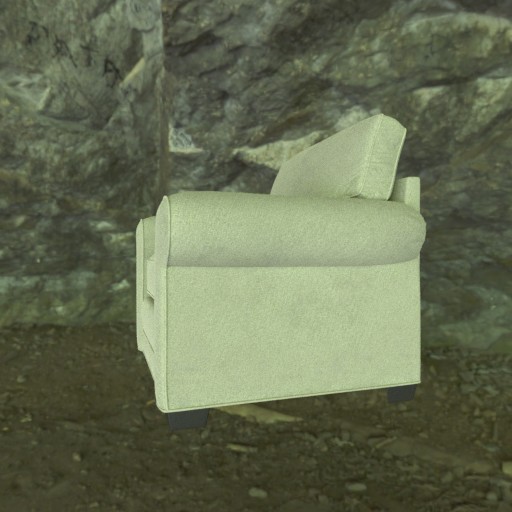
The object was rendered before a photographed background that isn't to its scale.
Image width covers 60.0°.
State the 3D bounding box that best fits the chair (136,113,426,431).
[{"bbox_3d":[0.000,0.000,1.902,0.939,1.044,1.147,0,0,-19],"label":"chair"}]
